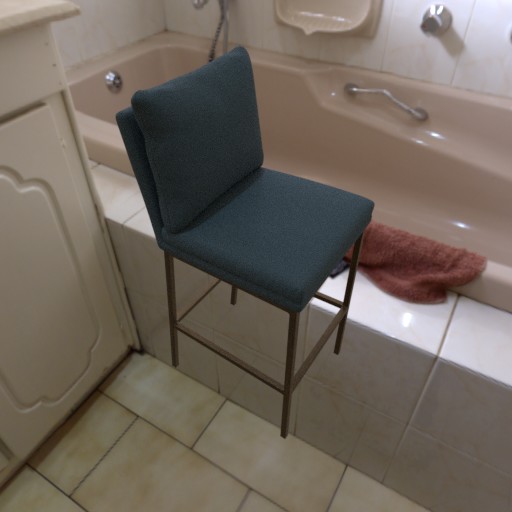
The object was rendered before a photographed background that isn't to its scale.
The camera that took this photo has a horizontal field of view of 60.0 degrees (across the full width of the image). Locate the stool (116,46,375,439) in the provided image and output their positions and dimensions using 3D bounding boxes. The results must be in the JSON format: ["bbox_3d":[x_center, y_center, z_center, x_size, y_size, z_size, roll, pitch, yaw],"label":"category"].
[{"bbox_3d":[0.000,0.000,1.429,0.568,1.124,0.463,24,47,24],"label":"stool"}]
